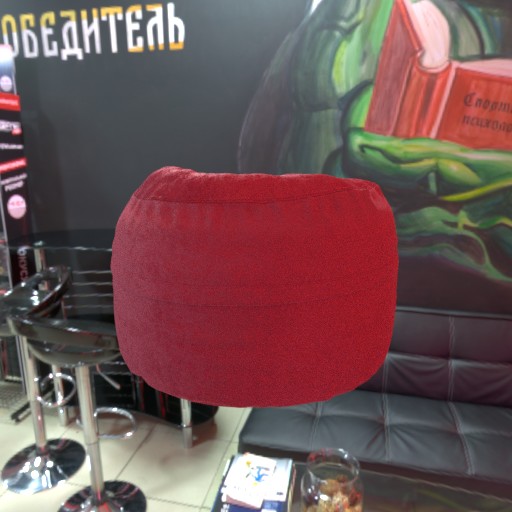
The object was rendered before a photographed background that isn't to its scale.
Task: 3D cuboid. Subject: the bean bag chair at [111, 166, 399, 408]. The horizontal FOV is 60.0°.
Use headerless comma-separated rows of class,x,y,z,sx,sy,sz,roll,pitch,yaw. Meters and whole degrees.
bean bag chair,0.000,0.000,1.960,1.218,0.788,1.218,0,14,0
